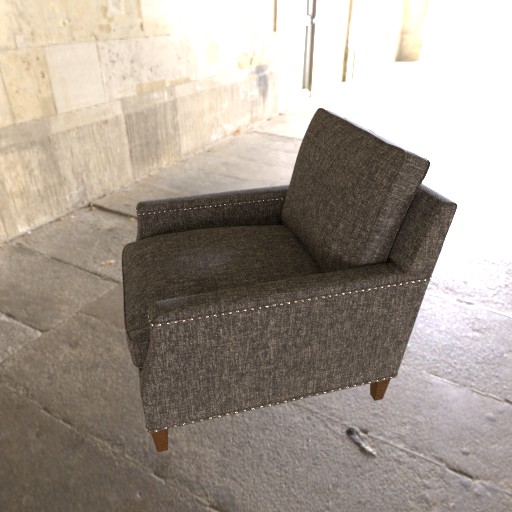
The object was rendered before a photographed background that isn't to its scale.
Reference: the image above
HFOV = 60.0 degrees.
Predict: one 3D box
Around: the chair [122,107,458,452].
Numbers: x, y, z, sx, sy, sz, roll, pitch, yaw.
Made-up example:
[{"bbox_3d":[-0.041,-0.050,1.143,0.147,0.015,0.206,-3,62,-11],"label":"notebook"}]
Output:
[{"bbox_3d":[0.000,0.000,1.699,1.014,0.943,0.853,-8,31,-14],"label":"chair"}]
